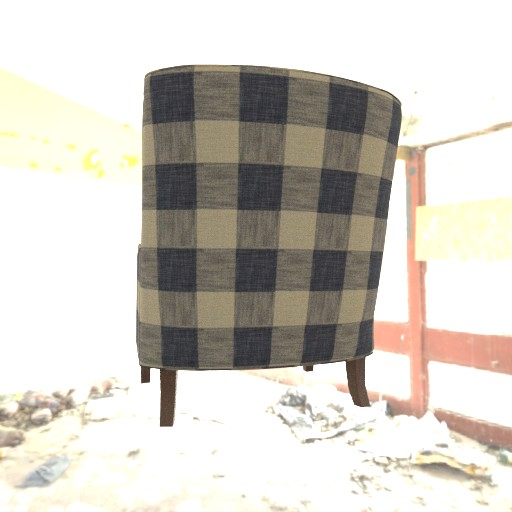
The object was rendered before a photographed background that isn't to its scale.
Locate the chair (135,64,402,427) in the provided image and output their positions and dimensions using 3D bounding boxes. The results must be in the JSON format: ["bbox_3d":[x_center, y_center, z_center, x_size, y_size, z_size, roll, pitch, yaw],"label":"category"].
[{"bbox_3d":[0.000,0.000,1.620,0.830,1.041,0.889,1,-2,-17],"label":"chair"}]
